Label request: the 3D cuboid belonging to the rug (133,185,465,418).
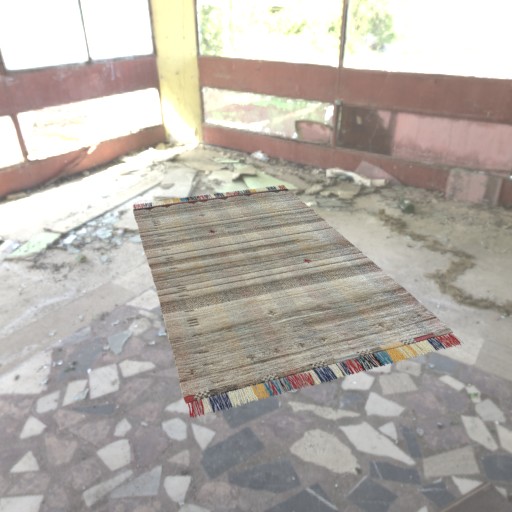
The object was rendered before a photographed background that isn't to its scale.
[{"bbox_3d":[0.000,0.000,3.090,1.465,0.012,2.465,-10,31,-17],"label":"rug"}]
